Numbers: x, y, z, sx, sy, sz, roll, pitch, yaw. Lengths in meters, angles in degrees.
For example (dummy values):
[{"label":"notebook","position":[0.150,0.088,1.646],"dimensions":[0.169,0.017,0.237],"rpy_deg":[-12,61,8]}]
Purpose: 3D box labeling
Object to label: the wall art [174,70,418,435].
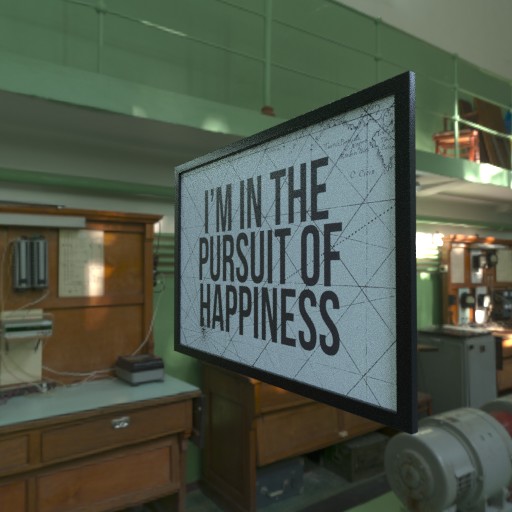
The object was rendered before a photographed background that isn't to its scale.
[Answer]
[{"label":"wall art","position":[0.000,0.000,1.005],"dimensions":[0.015,0.552,0.819],"rpy_deg":[1,-2,-36]}]
